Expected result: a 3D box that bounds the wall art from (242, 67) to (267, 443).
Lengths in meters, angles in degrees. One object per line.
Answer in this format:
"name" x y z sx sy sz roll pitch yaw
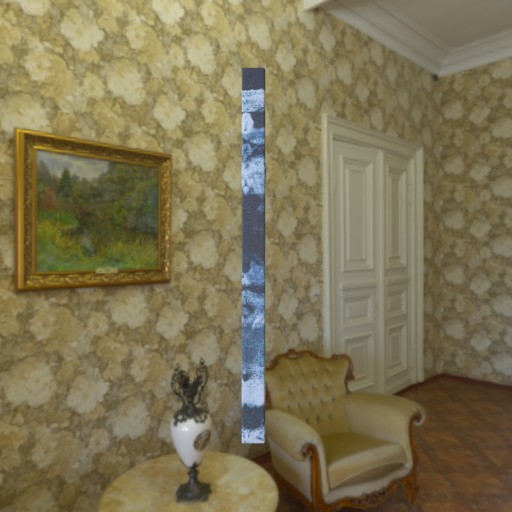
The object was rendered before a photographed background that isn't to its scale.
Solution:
"wall art" 0.000 0.000 1.173 0.042 0.610 0.915 0 0 0
